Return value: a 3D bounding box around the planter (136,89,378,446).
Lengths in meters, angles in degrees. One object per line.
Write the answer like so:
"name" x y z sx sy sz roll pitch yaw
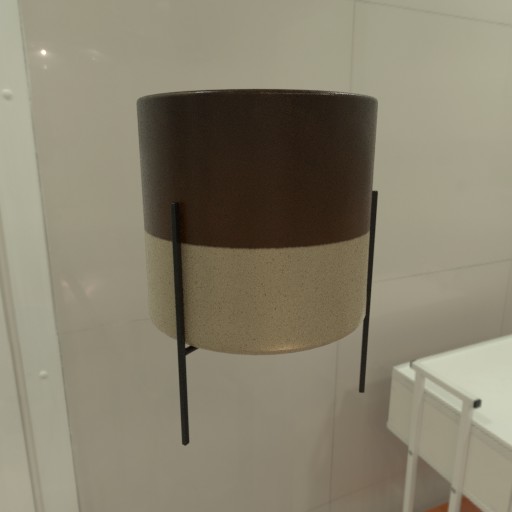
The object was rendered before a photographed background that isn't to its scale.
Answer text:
"planter" 0.000 0.000 0.707 0.345 0.465 0.354 -7 16 -25
